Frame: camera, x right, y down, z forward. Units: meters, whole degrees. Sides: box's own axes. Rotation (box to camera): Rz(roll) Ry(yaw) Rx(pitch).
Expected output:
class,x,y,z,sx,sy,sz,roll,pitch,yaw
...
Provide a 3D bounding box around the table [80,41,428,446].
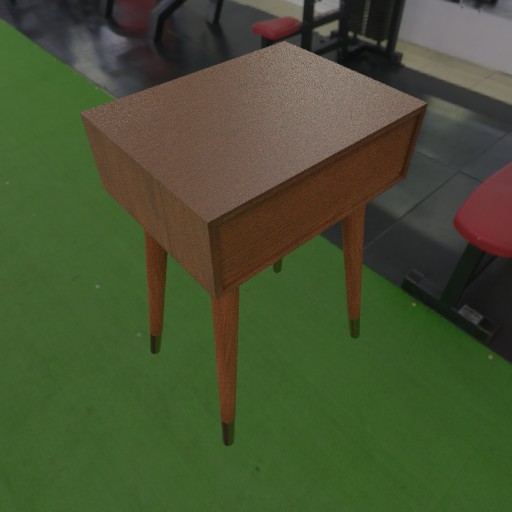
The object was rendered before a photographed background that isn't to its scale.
class,x,y,z,sx,sy,sz,roll,pitch,yaw
table,0.000,0.000,0.831,0.406,0.599,0.300,-32,54,-27
